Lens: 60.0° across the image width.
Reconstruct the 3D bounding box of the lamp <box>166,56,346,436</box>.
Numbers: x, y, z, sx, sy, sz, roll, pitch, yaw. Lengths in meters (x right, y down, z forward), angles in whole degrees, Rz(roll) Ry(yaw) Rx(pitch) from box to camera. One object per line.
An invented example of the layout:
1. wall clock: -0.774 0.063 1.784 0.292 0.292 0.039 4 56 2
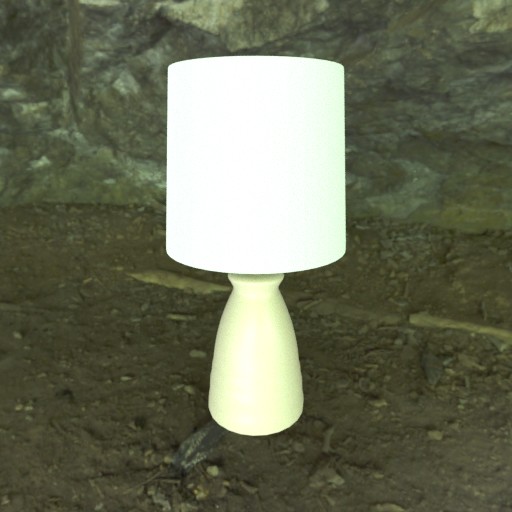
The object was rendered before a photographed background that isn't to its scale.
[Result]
1. lamp: 0.000 0.000 0.472 0.186 0.369 0.186 0 16 0
